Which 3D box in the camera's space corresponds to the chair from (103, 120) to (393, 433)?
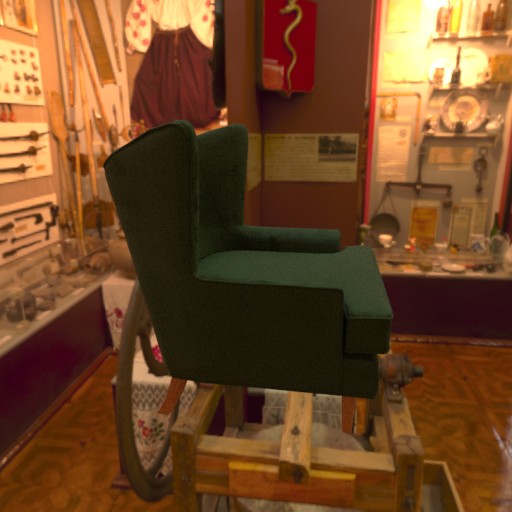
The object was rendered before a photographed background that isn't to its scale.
[{"bbox_3d":[0.000,0.000,1.644,0.910,0.952,0.793,3,16,9],"label":"chair"}]
